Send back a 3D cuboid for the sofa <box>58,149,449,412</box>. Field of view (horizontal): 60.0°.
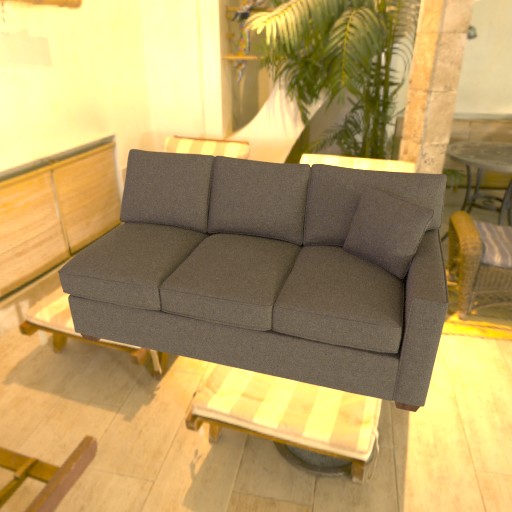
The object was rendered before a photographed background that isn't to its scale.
[{"bbox_3d":[0.000,0.000,2.544,1.963,0.946,1.034,8,28,16],"label":"sofa"}]
